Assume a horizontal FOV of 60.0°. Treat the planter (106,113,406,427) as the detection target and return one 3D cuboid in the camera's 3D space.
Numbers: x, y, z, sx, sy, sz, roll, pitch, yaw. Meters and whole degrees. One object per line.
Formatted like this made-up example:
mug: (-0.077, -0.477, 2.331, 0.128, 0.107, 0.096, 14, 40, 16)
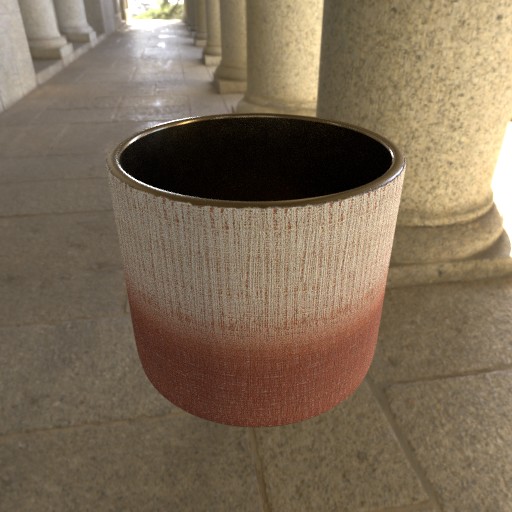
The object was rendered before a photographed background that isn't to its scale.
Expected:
planter: (0.000, 0.000, 0.438, 0.254, 0.221, 0.254, 0, 31, 0)
